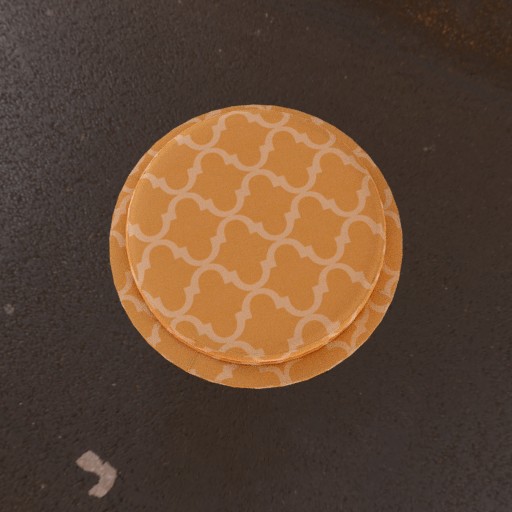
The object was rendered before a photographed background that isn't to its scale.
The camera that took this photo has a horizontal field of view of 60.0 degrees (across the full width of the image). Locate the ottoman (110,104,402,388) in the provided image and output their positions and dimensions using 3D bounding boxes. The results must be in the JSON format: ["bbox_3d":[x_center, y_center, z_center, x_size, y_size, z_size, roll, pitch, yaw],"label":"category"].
[{"bbox_3d":[0.000,0.000,0.851,0.480,0.429,0.480,0,76,0],"label":"ottoman"}]
